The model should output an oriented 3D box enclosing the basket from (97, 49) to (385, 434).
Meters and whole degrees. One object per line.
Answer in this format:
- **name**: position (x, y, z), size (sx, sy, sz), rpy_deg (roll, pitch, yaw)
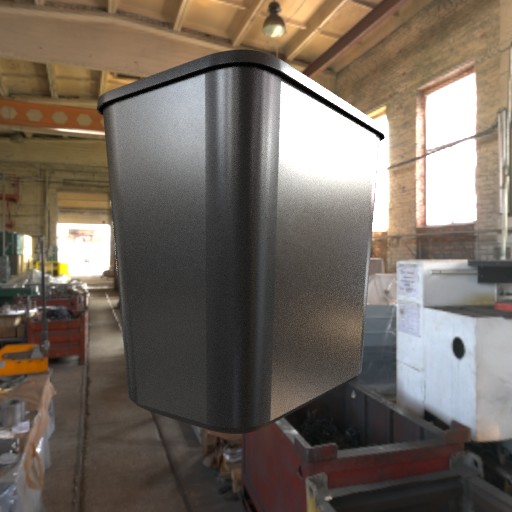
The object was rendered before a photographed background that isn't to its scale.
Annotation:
- **basket**: position (0.000, 0.000, 0.496), size (0.211, 0.307, 0.300), rpy_deg (0, 0, 36)
